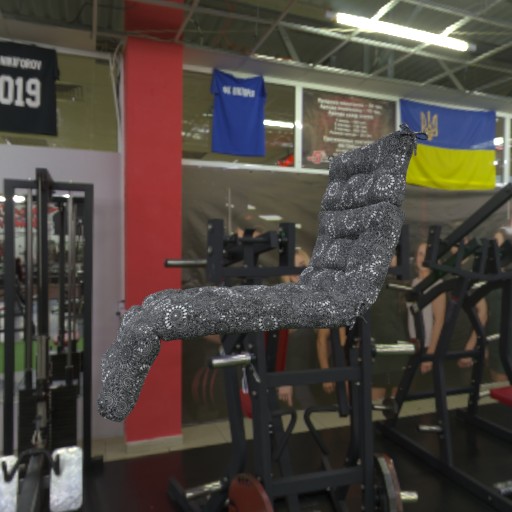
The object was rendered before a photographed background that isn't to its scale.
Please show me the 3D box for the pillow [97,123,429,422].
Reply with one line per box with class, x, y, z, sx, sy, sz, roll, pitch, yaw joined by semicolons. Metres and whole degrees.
pillow;0.000;0.000;1.511;1.016;0.863;0.526;0;1;-18
